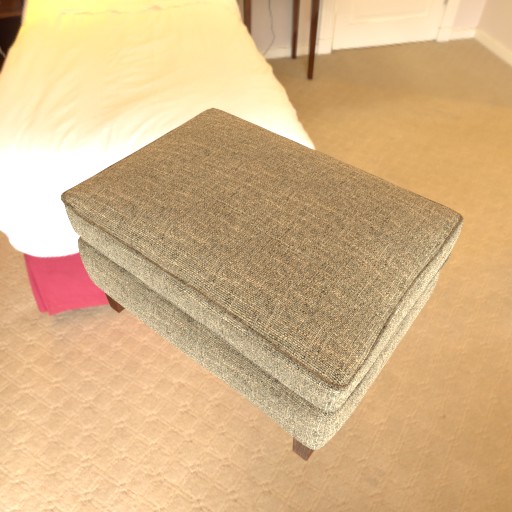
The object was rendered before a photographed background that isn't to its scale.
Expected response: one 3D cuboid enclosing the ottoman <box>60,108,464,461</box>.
[{"bbox_3d":[0.000,0.000,0.976,0.686,0.406,0.508,31,54,25],"label":"ottoman"}]
